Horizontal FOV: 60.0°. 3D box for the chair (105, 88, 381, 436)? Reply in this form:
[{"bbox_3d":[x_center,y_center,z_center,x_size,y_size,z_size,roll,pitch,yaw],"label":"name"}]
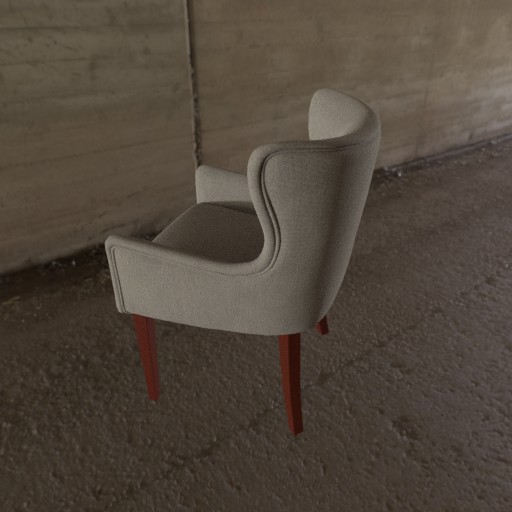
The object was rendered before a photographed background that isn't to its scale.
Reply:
[{"bbox_3d":[0.000,0.000,1.440,0.677,0.948,0.732,9,31,15],"label":"chair"}]
